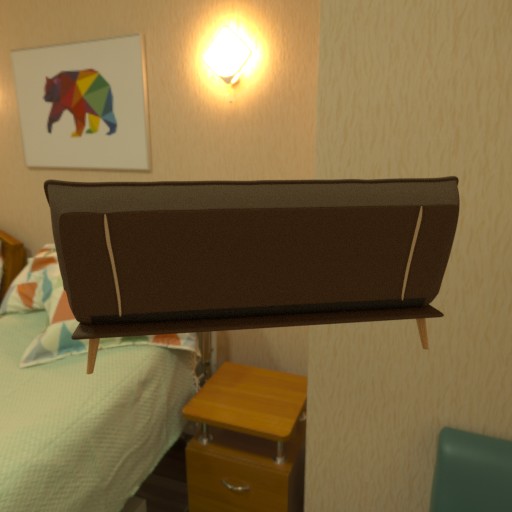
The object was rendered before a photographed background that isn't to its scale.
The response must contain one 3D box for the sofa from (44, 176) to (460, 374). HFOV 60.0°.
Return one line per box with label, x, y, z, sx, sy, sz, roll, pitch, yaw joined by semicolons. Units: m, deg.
sofa;0.000;0.000;2.433;1.940;0.890;0.950;-2;14;-9
